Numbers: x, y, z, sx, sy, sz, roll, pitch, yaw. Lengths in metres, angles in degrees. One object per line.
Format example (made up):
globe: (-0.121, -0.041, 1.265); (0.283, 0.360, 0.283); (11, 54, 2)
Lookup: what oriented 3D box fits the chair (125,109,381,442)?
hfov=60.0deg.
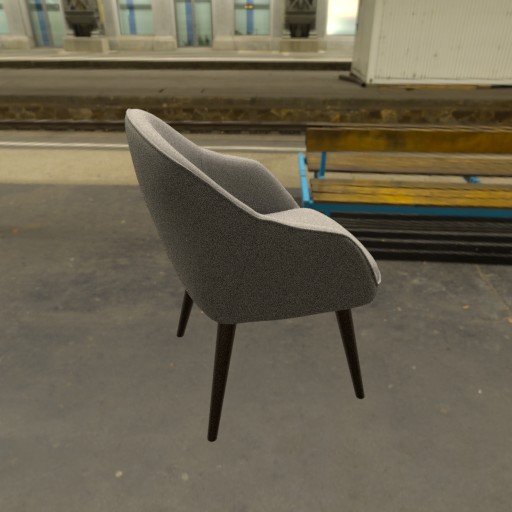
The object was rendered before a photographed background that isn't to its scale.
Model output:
chair: (0.000, 0.000, 1.253); (0.611, 0.810, 0.589); (-10, 30, -17)
